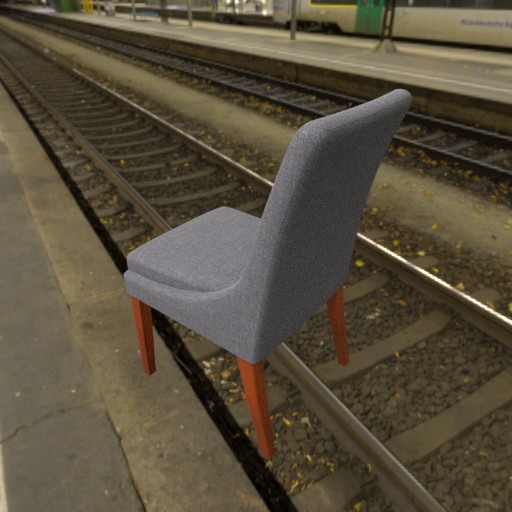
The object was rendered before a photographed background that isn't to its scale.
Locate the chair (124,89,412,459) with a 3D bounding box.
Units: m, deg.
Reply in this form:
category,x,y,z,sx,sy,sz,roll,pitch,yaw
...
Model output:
category,x,y,z,sx,sy,sz,roll,pitch,yaw
chair,0.000,0.000,1.320,0.655,0.952,0.508,21,37,32
